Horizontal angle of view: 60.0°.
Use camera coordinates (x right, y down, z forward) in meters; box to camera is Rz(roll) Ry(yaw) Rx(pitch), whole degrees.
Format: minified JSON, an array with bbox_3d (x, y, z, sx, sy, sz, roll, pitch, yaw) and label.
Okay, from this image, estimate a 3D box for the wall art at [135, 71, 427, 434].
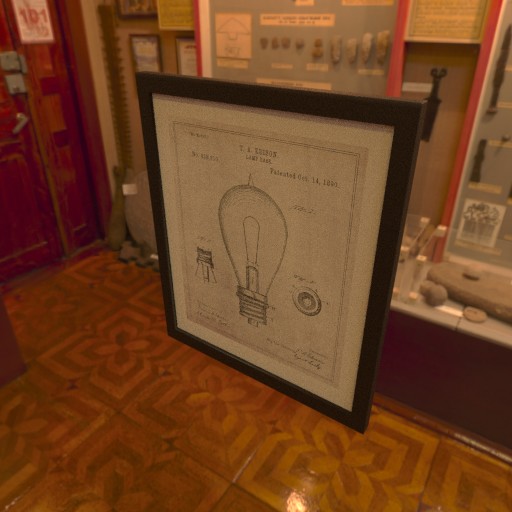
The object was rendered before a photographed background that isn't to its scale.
[{"bbox_3d":[0.000,0.000,0.696,0.430,0.509,0.021,19,34,30],"label":"wall art"}]
